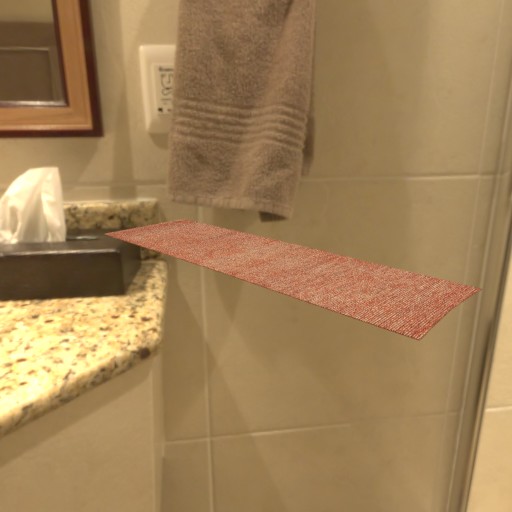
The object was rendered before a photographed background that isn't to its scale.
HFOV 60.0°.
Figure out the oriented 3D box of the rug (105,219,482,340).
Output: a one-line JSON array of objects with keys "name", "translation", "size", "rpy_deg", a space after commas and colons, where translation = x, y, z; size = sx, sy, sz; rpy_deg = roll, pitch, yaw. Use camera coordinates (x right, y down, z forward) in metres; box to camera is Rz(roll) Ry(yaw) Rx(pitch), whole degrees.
[{"name": "rug", "translation": [0.000, 0.000, 2.654], "size": [2.353, 0.013, 0.718], "rpy_deg": [15, 23, 42]}]
